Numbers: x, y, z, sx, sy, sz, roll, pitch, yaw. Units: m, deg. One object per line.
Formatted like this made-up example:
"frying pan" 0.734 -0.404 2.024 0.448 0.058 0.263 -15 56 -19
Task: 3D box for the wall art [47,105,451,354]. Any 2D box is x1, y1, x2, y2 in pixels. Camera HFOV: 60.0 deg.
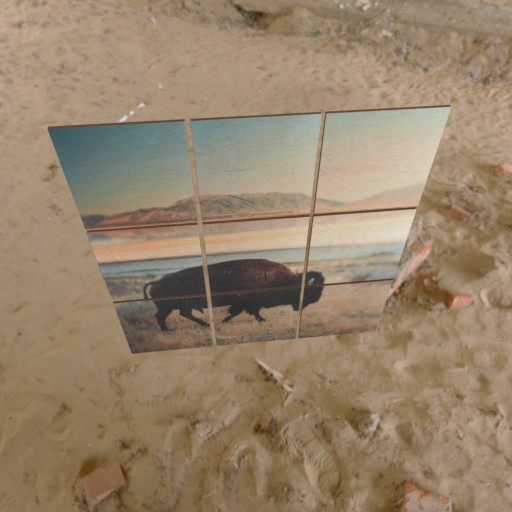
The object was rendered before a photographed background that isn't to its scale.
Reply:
"wall art" 0.000 0.000 1.776 1.221 1.218 0.019 -4 46 -4
